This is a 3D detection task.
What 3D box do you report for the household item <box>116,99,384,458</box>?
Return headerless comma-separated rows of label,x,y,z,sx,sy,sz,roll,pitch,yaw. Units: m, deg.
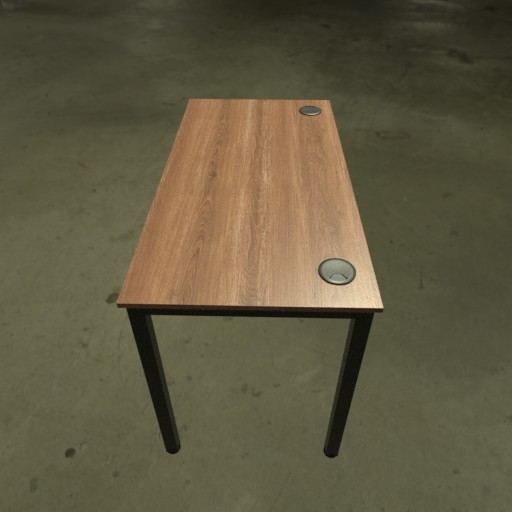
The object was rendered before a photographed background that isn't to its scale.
household item,0.000,0.000,1.688,0.600,0.750,1.200,1,41,1
